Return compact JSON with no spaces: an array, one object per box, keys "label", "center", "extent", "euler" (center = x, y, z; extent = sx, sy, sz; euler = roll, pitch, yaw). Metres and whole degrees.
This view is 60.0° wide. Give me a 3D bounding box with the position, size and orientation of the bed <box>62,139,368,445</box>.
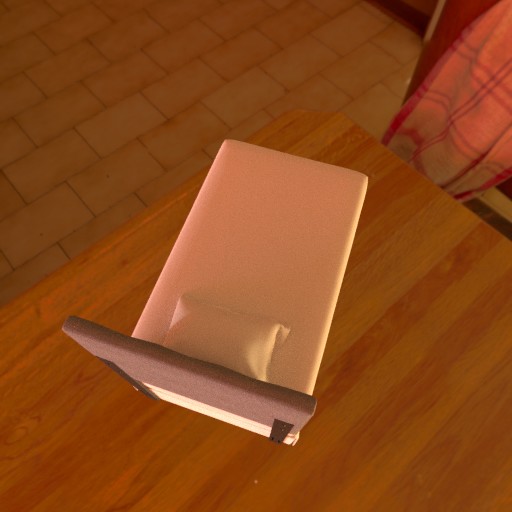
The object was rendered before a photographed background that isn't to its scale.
[{"label":"bed","center":[0.000,0.000,2.946],"extent":[1.261,1.571,1.997],"euler":[17,64,8]}]
